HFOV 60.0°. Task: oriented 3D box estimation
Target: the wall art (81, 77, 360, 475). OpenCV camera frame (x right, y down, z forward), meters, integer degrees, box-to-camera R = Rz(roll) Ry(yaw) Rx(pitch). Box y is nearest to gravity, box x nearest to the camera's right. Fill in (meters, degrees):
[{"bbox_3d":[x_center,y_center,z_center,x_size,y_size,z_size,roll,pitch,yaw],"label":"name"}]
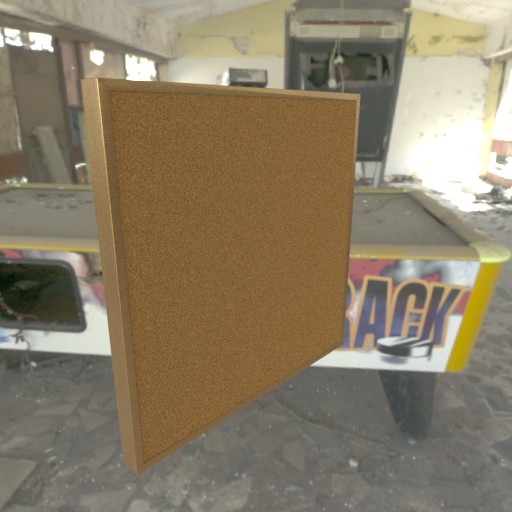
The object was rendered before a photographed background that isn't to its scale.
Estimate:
[{"bbox_3d":[0.000,0.000,0.713,0.037,0.505,0.505,16,24,41],"label":"wall art"}]
